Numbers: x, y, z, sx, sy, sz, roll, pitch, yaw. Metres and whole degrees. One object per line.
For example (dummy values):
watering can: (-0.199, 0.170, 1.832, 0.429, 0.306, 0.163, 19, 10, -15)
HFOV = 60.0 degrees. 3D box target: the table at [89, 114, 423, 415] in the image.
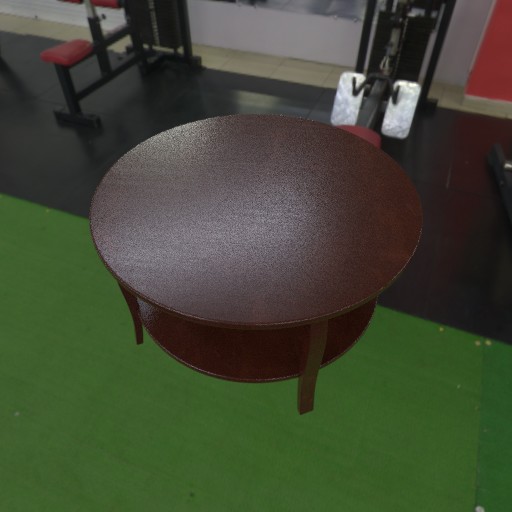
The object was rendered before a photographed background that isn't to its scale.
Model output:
table: (0.000, 0.000, 1.431, 0.911, 0.512, 0.911, 0, 45, 0)
